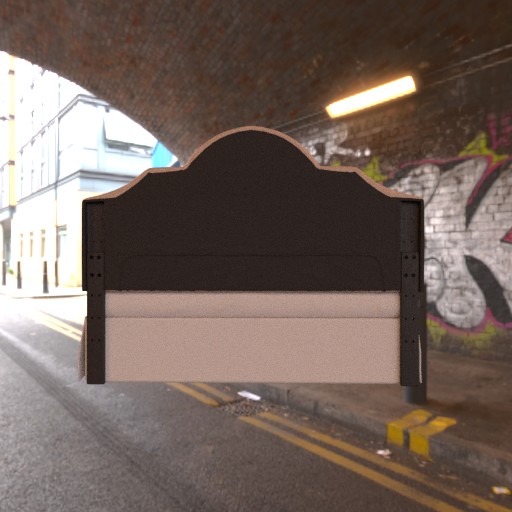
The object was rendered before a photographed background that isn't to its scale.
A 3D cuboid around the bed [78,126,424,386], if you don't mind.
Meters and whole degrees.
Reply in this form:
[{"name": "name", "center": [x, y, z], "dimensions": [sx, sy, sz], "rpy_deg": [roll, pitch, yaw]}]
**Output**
[{"name": "bed", "center": [0.000, 0.000, 3.001], "dimensions": [1.667, 1.194, 1.970], "rpy_deg": [0, 0, 1]}]
